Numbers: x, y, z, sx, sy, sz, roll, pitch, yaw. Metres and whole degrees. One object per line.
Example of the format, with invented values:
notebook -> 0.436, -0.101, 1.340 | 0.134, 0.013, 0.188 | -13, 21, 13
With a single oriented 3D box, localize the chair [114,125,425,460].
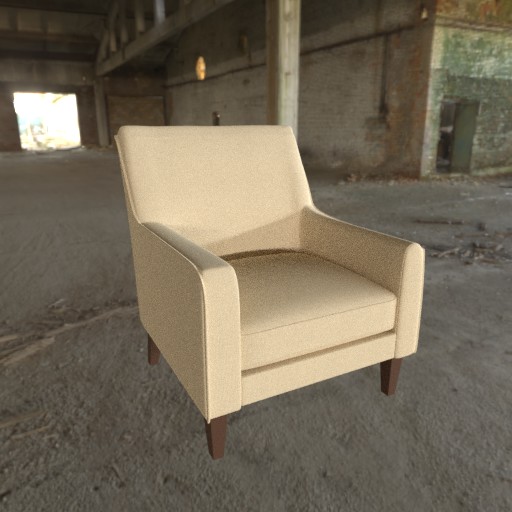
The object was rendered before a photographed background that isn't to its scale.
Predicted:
chair -> 0.000, 0.000, 1.625 | 0.780, 0.919, 0.899 | -9, 18, -27
